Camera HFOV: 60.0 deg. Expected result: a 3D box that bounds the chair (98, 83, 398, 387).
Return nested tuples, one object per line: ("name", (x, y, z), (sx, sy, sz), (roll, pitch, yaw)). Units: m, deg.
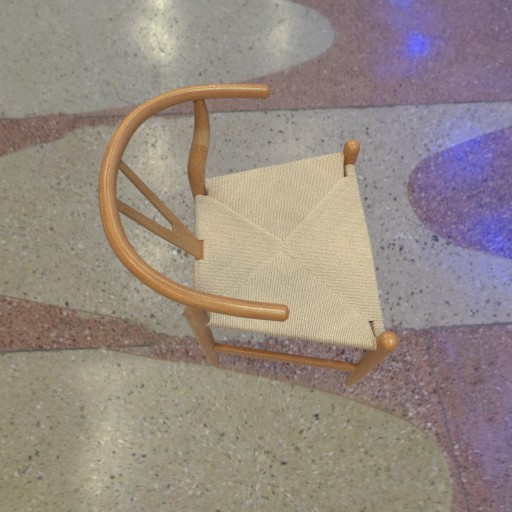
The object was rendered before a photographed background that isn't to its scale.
("chair", (0.000, 0.000, 1.138), (0.579, 0.730, 0.569), (-3, 63, -1))
